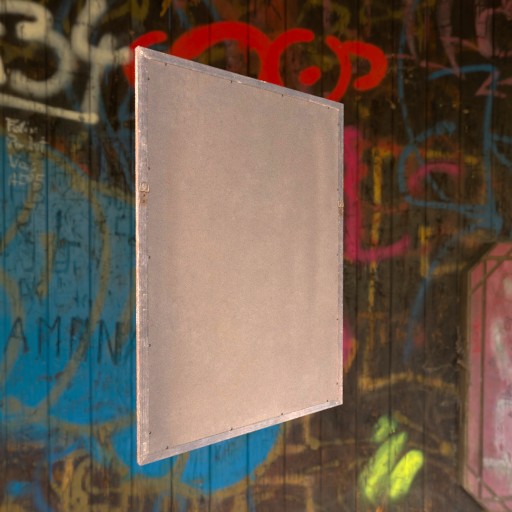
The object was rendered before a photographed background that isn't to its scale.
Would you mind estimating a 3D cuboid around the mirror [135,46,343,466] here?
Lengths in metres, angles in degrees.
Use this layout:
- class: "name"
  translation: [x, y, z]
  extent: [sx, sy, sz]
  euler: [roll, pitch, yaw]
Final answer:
- class: "mirror"
  translation: [0.000, 0.000, 1.268]
  extent: [0.705, 0.996, 0.025]
  euler: [-1, 1, -37]
